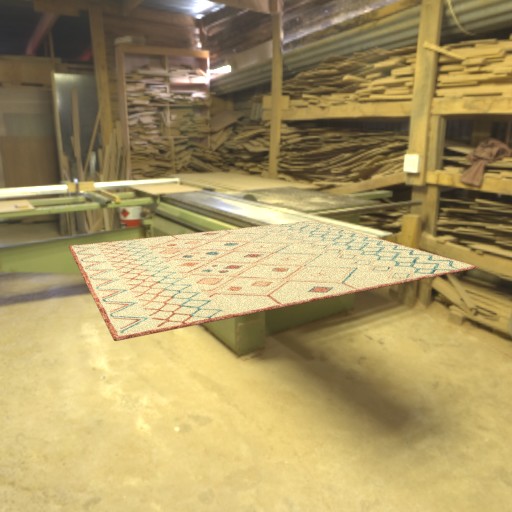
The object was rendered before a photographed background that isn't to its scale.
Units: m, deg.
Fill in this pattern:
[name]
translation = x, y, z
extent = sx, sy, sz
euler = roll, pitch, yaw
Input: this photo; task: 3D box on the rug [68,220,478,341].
[rug]
translation = 0.000, 0.000, 4.170
extent = 3.050, 0.016, 2.441
euler = -8, 17, -27
